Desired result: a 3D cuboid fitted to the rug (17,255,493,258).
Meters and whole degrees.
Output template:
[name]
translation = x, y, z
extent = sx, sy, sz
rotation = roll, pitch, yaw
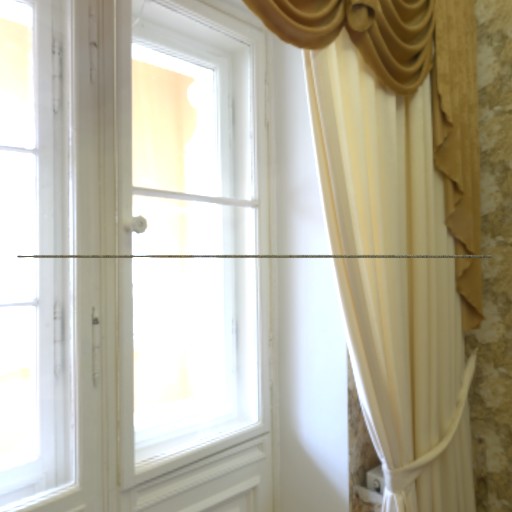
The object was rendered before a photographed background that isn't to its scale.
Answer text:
[rug]
translation = 0.000, 0.000, 2.891
extent = 2.283, 0.013, 1.547
rotation = 0, 0, 2
